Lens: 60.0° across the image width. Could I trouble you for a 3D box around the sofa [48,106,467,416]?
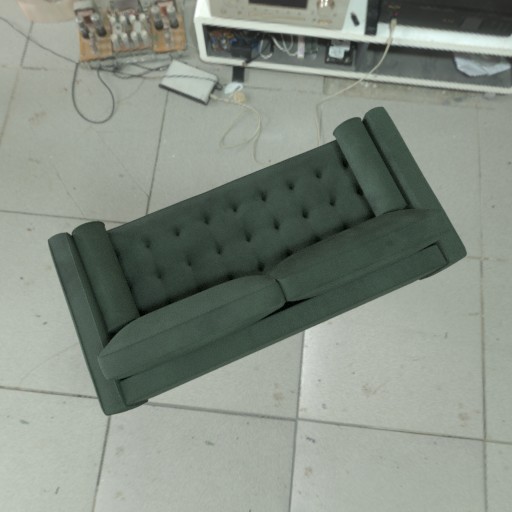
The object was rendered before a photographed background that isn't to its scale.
[{"bbox_3d":[0.000,0.000,2.320,1.880,0.772,0.916,-23,77,-6],"label":"sofa"}]
